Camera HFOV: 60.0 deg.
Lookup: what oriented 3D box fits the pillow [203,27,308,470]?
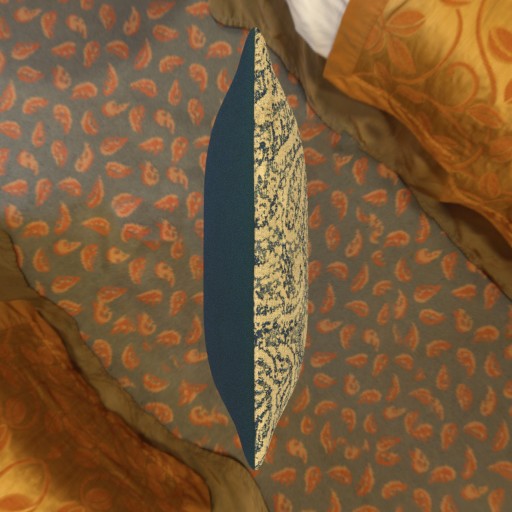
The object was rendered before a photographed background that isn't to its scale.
[{"bbox_3d":[0.000,0.000,0.765,0.166,0.510,0.523,0,88,-1],"label":"pillow"}]
